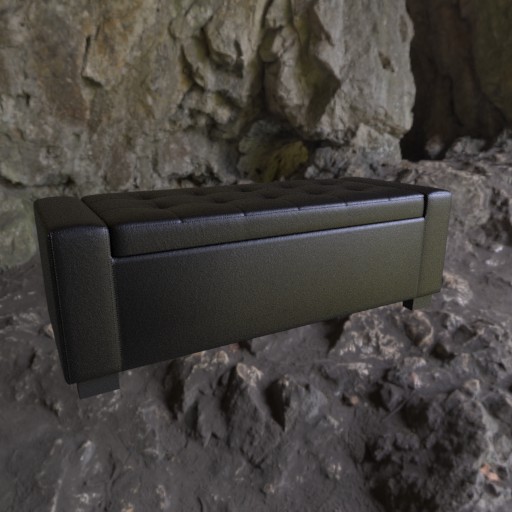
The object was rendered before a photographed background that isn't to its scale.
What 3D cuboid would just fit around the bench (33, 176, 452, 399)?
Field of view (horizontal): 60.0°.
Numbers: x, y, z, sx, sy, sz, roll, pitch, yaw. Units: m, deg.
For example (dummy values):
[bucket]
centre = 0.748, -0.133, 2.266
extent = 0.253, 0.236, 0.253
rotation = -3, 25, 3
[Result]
[bench]
centre = 0.000, 0.000, 1.506
extent = 1.296, 0.445, 0.508
rotation = -9, 18, -27
